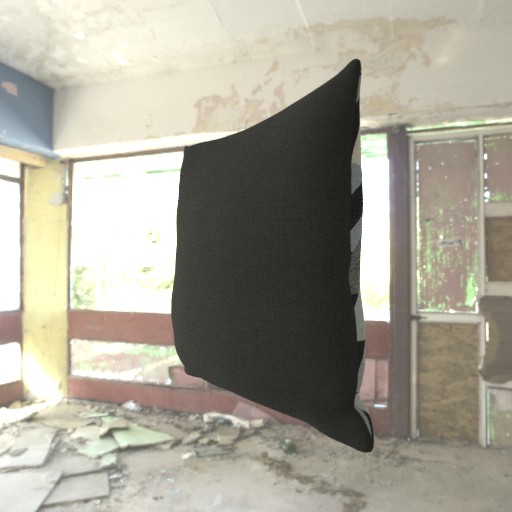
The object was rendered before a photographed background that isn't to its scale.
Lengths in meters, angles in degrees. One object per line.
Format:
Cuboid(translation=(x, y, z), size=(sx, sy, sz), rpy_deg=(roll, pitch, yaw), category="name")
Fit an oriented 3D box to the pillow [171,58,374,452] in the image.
Cuboid(translation=(0.000, 0.000, 0.755), size=(0.208, 0.496, 0.503), rpy_deg=(1, -1, -36), category="pillow")
